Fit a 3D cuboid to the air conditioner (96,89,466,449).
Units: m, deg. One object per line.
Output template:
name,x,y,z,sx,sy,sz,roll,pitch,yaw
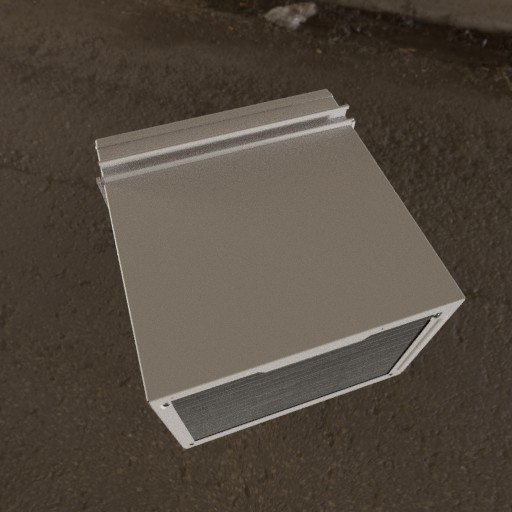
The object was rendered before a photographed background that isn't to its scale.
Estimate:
air conditioner,0.000,0.000,0.897,0.503,0.388,0.546,-16,59,-10
